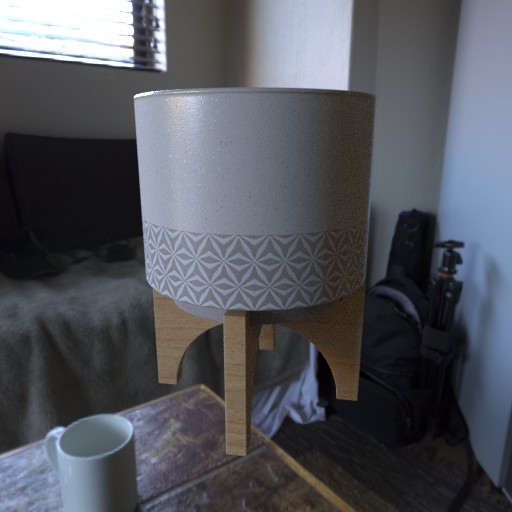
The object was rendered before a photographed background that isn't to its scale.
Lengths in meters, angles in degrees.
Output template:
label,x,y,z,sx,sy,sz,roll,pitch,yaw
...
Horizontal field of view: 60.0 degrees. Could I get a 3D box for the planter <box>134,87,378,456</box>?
label,x,y,z,sx,sy,sz,roll,pitch,yaw
planter,0.000,0.000,0.512,0.249,0.343,0.249,0,16,0
